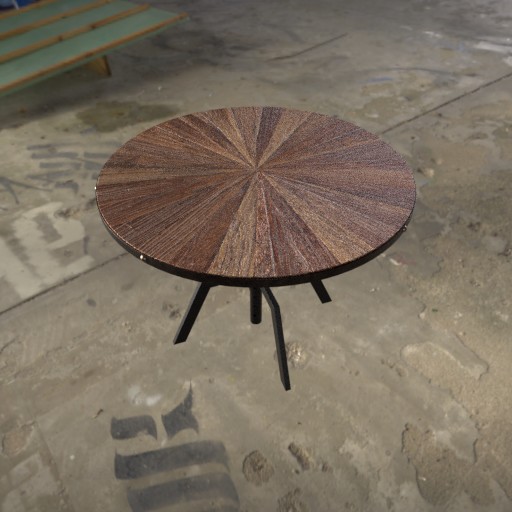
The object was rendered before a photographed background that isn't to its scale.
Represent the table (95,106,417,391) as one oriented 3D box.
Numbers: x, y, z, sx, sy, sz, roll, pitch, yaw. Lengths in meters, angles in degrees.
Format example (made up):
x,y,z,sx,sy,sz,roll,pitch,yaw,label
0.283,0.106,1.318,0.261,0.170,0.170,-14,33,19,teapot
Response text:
x,y,z,sx,sy,sz,roll,pitch,yaw,label
0.000,0.000,1.481,0.885,0.658,0.885,0,42,0,table
